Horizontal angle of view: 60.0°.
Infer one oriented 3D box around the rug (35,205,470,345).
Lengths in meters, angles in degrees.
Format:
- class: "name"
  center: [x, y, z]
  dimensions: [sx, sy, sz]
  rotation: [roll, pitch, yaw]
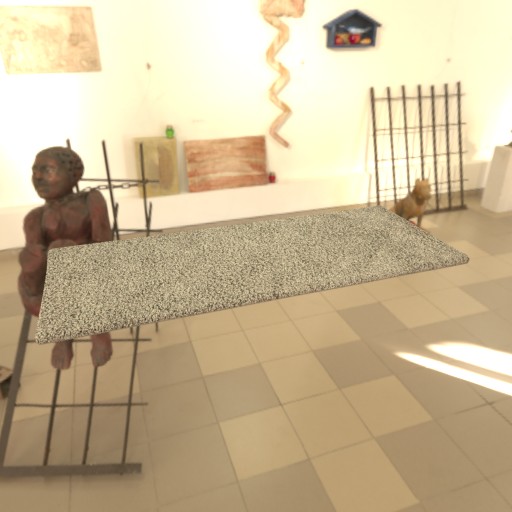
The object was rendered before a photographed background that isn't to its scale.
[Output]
- class: "rug"
  center: [0.000, 0.000, 1.721]
  dimensions: [1.524, 0.030, 0.609]
  rotation: [-9, 28, -17]
